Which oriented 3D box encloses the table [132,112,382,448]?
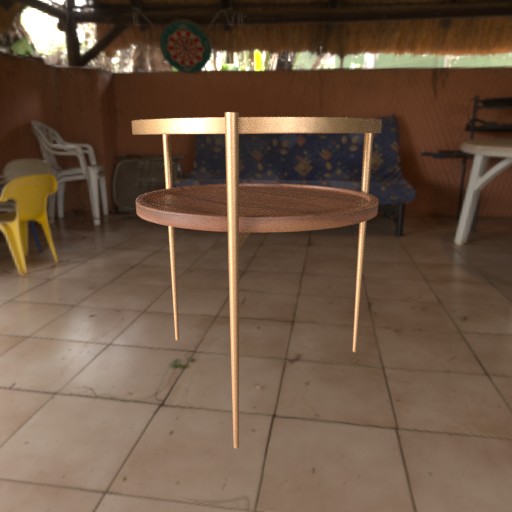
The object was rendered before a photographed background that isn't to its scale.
[{"bbox_3d":[0.000,0.000,0.828,0.430,0.493,0.456,2,16,8],"label":"table"}]
